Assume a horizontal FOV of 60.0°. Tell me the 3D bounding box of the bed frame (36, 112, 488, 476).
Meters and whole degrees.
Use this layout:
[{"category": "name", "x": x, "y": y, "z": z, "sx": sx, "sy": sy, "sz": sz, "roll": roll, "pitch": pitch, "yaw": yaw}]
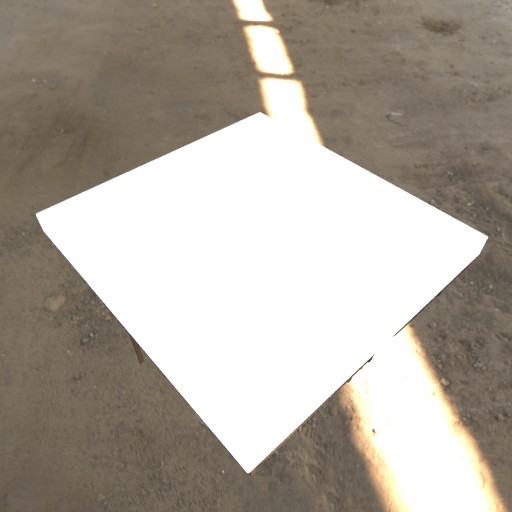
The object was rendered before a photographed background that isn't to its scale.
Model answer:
[{"category": "bed frame", "x": 0.000, "y": 0.000, "z": 2.936, "sx": 1.930, "sy": 0.559, "sz": 2.032, "roll": -33, "pitch": 55, "yaw": -28}]
